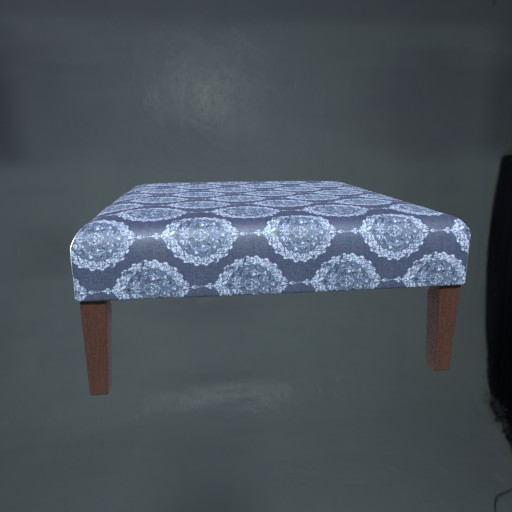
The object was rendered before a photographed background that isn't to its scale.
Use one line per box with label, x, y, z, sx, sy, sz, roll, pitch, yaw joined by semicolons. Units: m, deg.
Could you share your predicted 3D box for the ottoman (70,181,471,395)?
ottoman;0.000;0.000;1.420;0.890;0.409;0.889;-2;15;-7
